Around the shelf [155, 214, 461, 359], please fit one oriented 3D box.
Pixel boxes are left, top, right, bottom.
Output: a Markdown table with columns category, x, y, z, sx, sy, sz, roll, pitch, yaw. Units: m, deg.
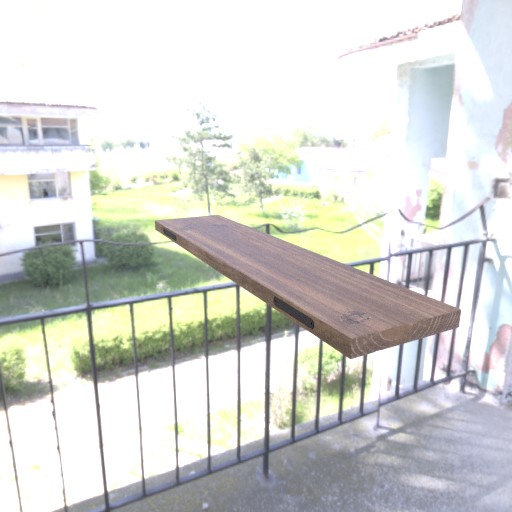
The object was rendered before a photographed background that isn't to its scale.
| category | x | y | z | sx | sy | sz | roll | pitch | yaw |
| --- | --- | --- | --- | --- | --- | --- | --- | --- | --- |
| shelf | 0.000 | 0.000 | 0.672 | 0.140 | 0.020 | 0.610 | -8 | 17 | -27 |
